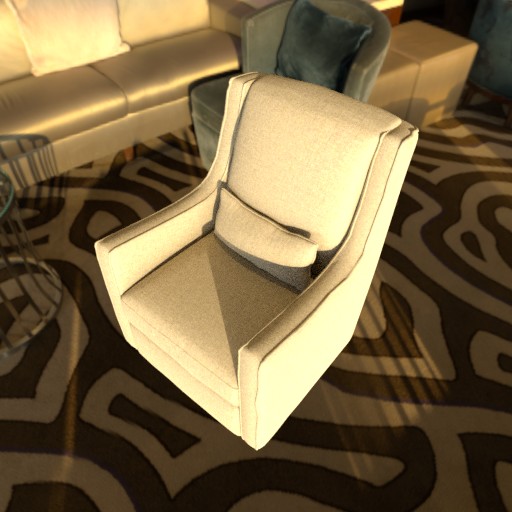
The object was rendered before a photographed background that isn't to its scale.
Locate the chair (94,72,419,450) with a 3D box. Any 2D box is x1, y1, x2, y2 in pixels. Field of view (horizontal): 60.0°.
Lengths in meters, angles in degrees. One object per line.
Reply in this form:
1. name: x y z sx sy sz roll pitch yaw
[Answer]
1. chair: 0.000 0.000 1.622 0.732 0.993 0.879 31 53 27
